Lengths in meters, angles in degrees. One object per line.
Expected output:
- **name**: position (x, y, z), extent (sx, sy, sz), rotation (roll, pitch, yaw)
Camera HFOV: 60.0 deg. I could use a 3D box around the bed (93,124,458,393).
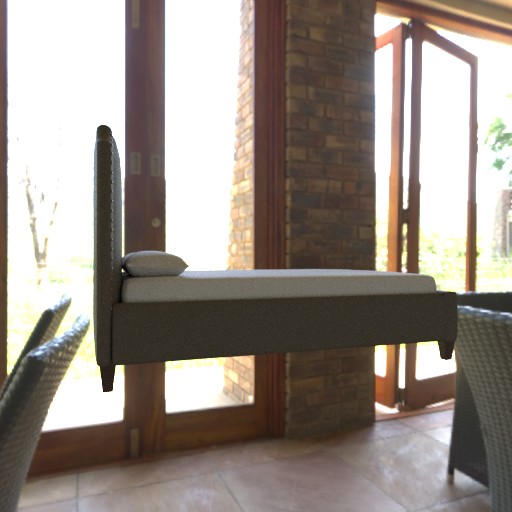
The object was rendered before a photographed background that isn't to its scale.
- **bed**: position (0.000, 0.000, 3.456), extent (2.372, 1.443, 1.712), rotation (0, 0, -19)
